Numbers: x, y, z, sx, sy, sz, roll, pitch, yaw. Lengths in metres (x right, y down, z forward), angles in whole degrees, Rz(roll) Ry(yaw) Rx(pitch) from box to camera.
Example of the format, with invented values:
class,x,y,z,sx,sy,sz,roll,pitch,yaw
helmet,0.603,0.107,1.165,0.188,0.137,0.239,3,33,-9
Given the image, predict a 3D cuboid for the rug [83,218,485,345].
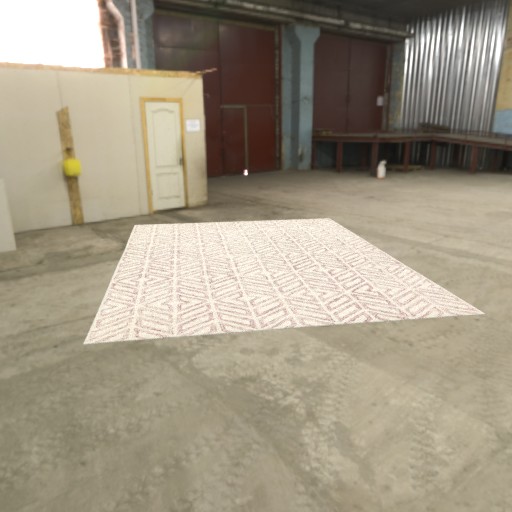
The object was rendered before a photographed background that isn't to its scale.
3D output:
class,x,y,z,sx,sy,sz,roll,pitch,yaw
rug,0.000,0.000,4.042,2.421,0.008,3.045,-3,17,-9
